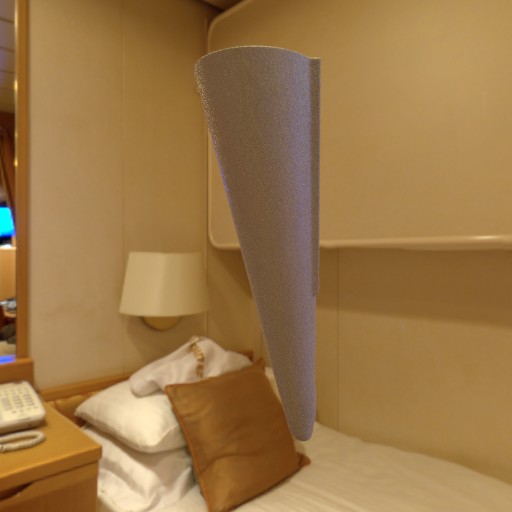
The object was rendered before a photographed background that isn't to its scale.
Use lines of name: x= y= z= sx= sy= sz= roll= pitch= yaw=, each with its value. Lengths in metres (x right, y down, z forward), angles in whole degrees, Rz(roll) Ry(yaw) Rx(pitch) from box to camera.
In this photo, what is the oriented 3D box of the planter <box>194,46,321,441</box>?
planter: x=0.000 y=0.000 z=0.230 sx=0.064 sy=0.191 sz=0.057 roll=0 pitch=0 yaw=0
